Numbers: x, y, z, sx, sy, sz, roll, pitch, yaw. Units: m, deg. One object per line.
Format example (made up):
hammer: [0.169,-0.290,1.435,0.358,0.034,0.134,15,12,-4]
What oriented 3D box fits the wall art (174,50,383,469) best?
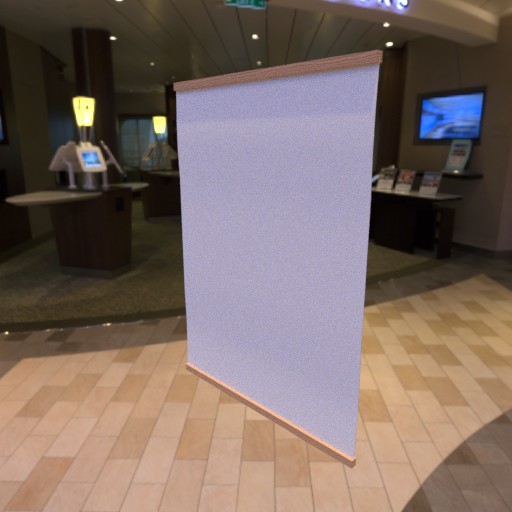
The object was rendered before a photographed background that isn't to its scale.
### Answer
wall art: [0.000,0.000,1.302,0.020,1.016,0.739,-14,20,-43]
